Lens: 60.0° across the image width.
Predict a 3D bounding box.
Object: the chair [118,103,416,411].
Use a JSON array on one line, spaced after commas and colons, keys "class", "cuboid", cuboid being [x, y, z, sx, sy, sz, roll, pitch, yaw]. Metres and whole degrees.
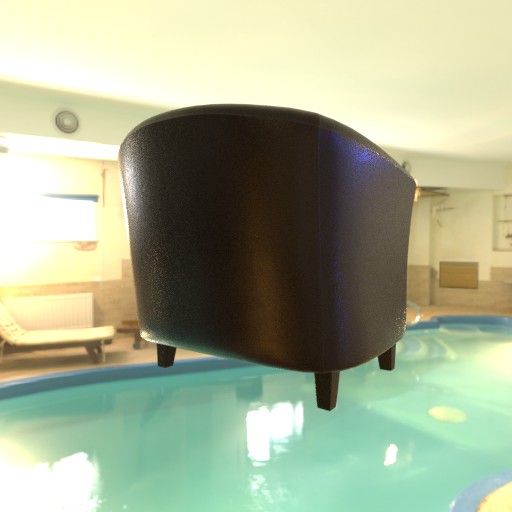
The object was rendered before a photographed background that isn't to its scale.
[{"class": "chair", "cuboid": [0.000, 0.000, 1.389, 0.793, 0.756, 0.727, 2, 3, 37]}]
